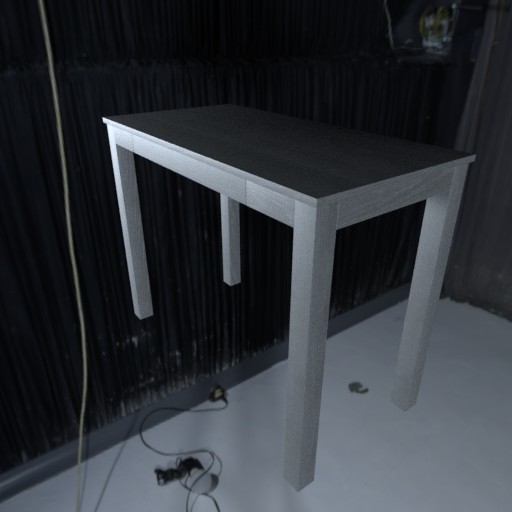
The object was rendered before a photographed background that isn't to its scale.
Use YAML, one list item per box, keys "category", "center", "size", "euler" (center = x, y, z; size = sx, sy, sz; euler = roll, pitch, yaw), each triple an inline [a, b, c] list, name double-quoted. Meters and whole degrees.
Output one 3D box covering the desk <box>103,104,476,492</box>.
- category: "desk"
  center: [0.000, 0.000, 1.392]
  size: [0.499, 0.762, 0.991]
  euler: [-19, 32, -33]
